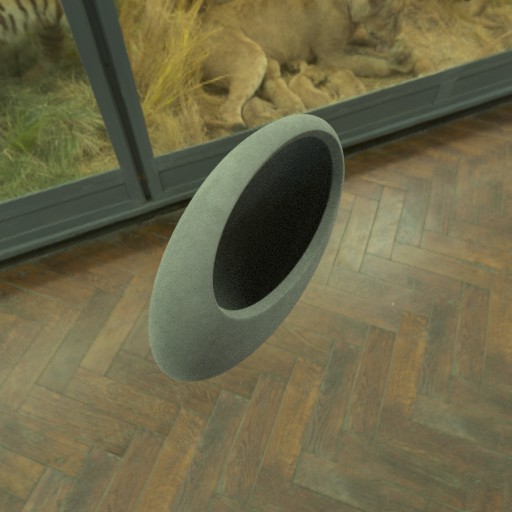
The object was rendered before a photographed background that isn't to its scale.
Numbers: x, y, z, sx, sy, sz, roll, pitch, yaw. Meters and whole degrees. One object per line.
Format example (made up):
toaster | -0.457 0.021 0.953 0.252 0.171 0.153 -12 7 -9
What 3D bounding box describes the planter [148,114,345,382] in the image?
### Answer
planter | 0.000 0.000 0.291 0.071 0.188 0.185 31 62 19
